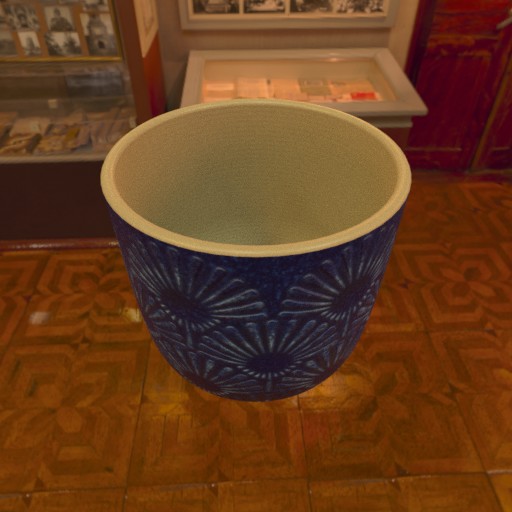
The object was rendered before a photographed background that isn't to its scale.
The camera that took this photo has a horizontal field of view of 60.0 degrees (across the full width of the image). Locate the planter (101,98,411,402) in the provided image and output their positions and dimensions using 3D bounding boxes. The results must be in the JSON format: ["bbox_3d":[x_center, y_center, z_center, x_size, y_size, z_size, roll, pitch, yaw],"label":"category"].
[{"bbox_3d":[0.000,0.000,0.217,0.124,0.109,0.124,0,41,0],"label":"planter"}]
